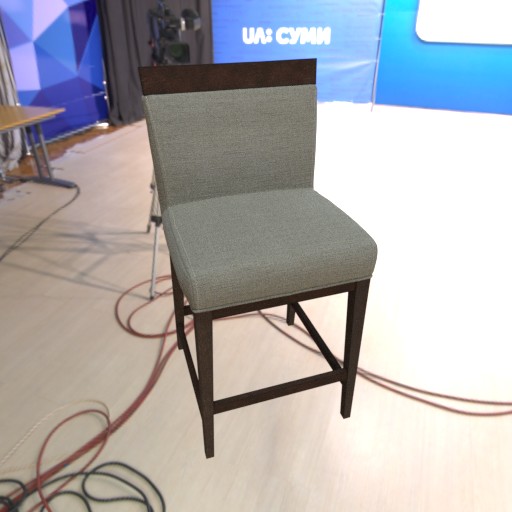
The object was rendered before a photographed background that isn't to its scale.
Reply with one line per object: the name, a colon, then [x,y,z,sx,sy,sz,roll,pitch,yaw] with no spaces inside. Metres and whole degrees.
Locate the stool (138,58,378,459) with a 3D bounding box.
stool: [0.000,0.000,1.314,0.512,1.009,0.531,-10,33,-15]
